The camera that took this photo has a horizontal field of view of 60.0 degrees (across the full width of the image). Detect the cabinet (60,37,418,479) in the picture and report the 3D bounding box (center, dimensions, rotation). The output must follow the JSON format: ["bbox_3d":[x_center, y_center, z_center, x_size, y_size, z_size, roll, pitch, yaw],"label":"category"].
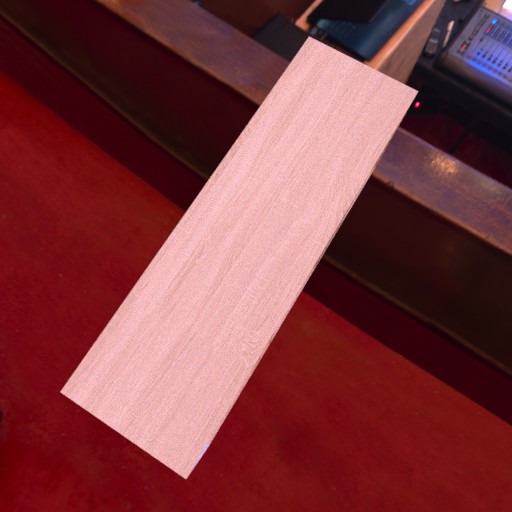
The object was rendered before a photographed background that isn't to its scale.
[{"bbox_3d":[0.000,0.000,1.986,0.500,0.780,1.649,31,77,8],"label":"cabinet"}]
